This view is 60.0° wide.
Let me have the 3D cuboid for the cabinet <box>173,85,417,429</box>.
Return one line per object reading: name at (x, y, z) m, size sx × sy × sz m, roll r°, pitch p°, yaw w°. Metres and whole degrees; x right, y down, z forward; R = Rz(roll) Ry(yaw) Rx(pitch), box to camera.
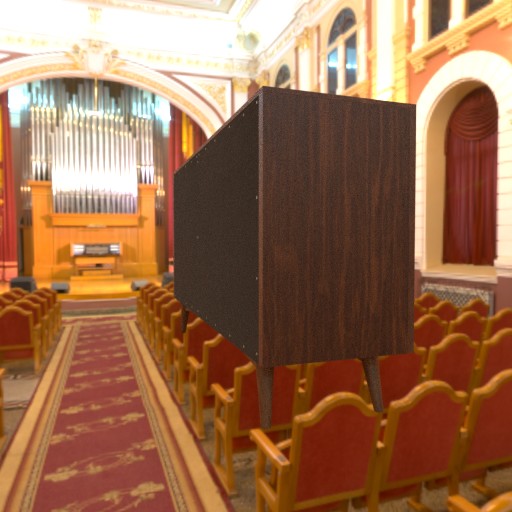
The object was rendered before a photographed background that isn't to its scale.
cabinet at (0.000, 0.000, 1.993) m, size 0.505 × 0.940 × 1.575 m, roll -1°, pitch 2°, yaw -19°
